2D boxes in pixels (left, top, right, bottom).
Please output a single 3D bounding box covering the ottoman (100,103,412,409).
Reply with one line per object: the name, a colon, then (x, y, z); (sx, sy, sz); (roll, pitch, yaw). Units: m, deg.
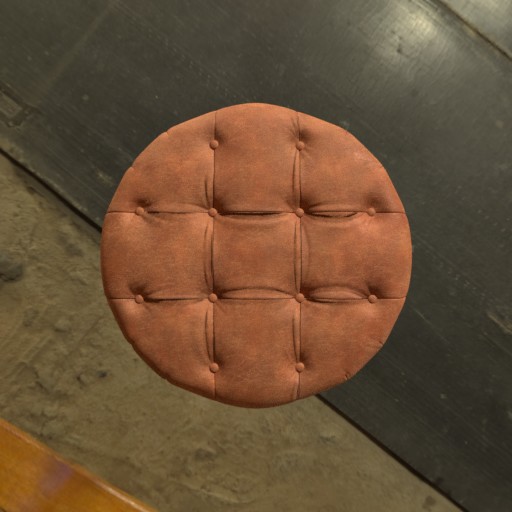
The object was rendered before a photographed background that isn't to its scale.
ottoman: (0.000, 0.000, 1.434); (0.901, 0.444, 0.901); (0, 90, -1)
